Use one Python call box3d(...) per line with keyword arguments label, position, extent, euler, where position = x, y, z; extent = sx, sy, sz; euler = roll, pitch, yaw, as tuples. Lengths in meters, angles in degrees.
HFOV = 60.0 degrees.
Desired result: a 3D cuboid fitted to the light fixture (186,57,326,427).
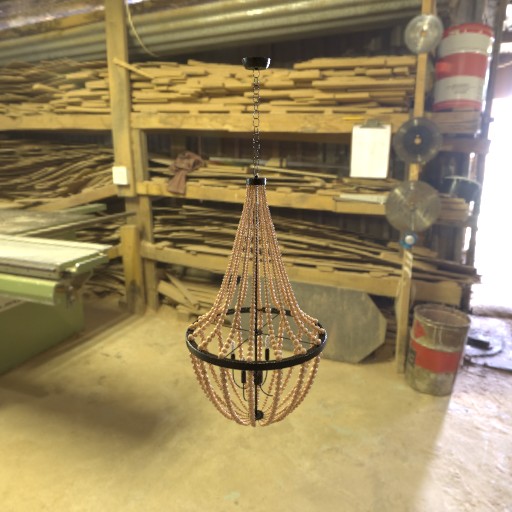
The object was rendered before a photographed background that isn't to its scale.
box3d(label="light fixture", position=(0.000, 0.000, 1.376), extent=(0.450, 1.133, 0.450), euler=(0, 14, 0))
